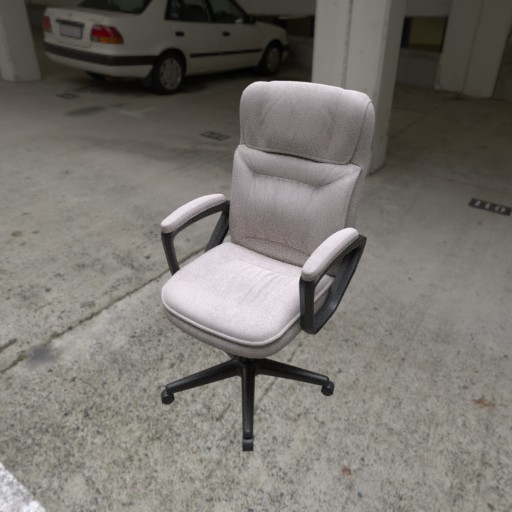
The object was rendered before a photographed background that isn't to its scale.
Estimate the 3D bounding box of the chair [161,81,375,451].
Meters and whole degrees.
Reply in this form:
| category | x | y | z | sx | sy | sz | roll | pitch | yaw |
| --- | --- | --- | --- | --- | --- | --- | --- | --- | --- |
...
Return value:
| category | x | y | z | sx | sy | sz | roll | pitch | yaw |
| --- | --- | --- | --- | --- | --- | --- | --- | --- | --- |
| chair | 0.000 | 0.000 | 1.596 | 0.667 | 1.105 | 0.724 | 18 | 34 | 29 |
